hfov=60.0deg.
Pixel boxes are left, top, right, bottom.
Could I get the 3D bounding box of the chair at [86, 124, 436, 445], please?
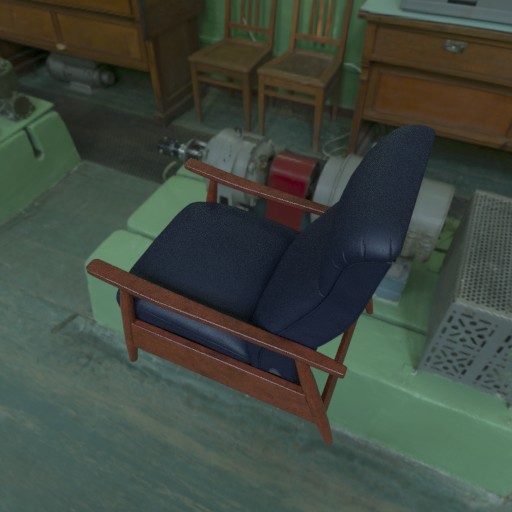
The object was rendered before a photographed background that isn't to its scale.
[{"bbox_3d":[0.000,0.000,1.748,1.014,1.082,0.762,18,49,16],"label":"chair"}]
